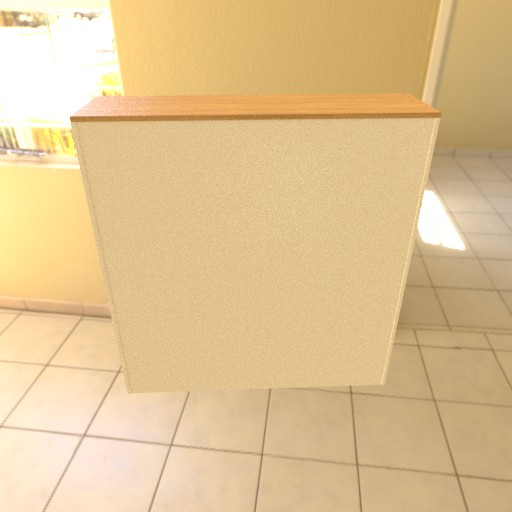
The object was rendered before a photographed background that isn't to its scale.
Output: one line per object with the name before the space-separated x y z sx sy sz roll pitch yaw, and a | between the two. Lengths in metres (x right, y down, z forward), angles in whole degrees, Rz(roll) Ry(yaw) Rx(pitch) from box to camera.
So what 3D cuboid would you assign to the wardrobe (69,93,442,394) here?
wardrobe | 0.000 0.000 3.398 2.160 2.260 0.590 -1 31 -2
